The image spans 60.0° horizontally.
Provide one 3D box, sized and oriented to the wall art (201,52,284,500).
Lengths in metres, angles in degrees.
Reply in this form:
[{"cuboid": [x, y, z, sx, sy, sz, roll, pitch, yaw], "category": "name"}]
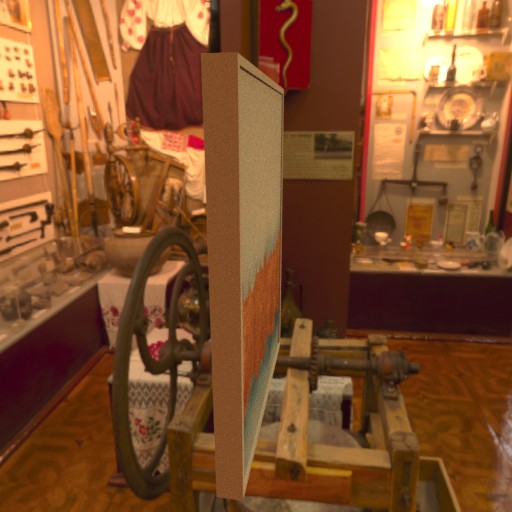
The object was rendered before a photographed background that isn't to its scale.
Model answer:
[{"cuboid": [0.000, 0.000, 0.735, 0.039, 0.553, 0.451, 3, 16, 9], "category": "wall art"}]
